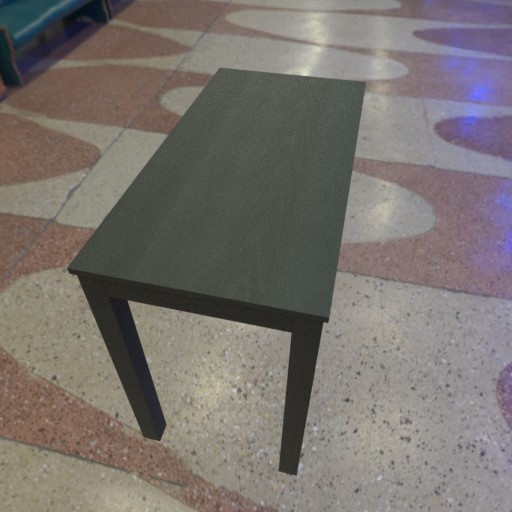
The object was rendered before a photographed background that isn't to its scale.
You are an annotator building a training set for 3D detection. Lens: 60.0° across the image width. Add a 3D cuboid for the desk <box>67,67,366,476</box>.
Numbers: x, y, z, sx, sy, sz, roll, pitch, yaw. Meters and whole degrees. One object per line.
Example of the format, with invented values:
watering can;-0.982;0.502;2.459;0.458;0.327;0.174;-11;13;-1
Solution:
desk;0.000;0.000;1.409;0.499;0.762;0.991;10;45;10
